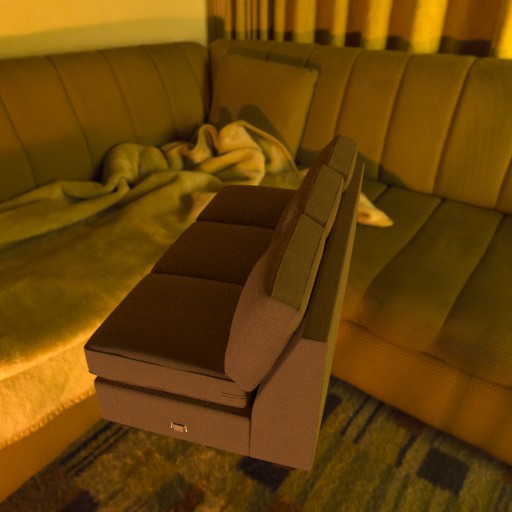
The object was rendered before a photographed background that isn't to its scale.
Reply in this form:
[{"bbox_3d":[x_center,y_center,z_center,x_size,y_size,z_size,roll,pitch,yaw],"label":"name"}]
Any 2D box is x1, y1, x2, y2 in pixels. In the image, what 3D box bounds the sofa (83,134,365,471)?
[{"bbox_3d":[0.000,0.000,2.750,1.127,1.036,2.092,8,32,13],"label":"sofa"}]
